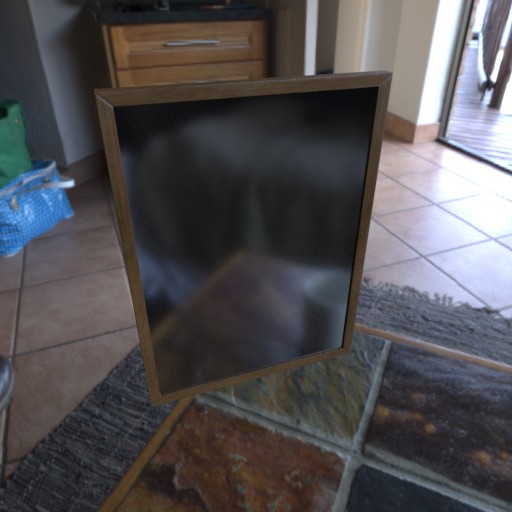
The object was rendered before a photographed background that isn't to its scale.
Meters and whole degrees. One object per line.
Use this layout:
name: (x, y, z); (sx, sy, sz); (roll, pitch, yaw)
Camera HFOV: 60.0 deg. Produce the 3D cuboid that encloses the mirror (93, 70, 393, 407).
mirror: (0.000, 0.000, 1.355); (0.762, 1.016, 0.040); (-11, 33, -17)
